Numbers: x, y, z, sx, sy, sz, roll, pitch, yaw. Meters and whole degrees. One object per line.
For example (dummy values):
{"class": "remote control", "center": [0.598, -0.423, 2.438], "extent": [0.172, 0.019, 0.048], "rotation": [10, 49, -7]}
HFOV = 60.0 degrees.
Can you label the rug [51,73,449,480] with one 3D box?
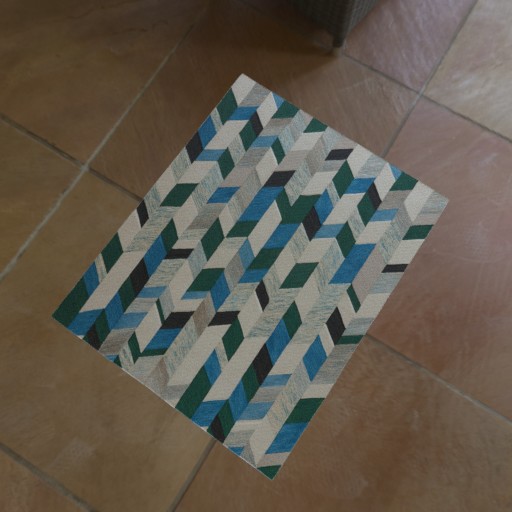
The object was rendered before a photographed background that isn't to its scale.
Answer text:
{"class": "rug", "center": [0.000, 0.000, 4.135], "extent": [2.440, 0.008, 3.036], "rotation": [34, 79, 7]}
